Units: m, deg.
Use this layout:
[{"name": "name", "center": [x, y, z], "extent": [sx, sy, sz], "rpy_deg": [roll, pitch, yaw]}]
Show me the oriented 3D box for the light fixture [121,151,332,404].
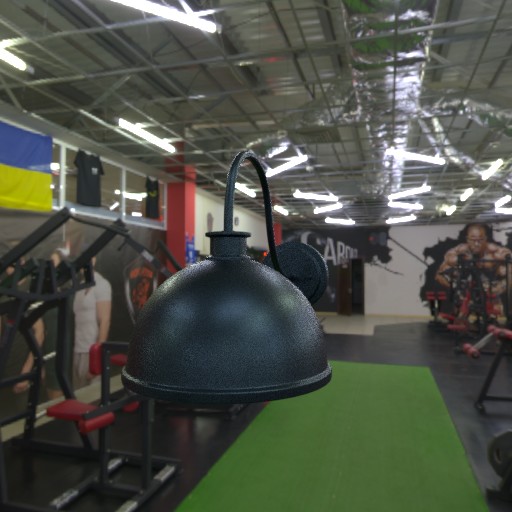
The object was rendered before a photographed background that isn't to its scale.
[{"name": "light fixture", "center": [0.000, 0.000, 0.653], "extent": [0.253, 0.295, 0.467], "rpy_deg": [-1, -2, 19]}]
